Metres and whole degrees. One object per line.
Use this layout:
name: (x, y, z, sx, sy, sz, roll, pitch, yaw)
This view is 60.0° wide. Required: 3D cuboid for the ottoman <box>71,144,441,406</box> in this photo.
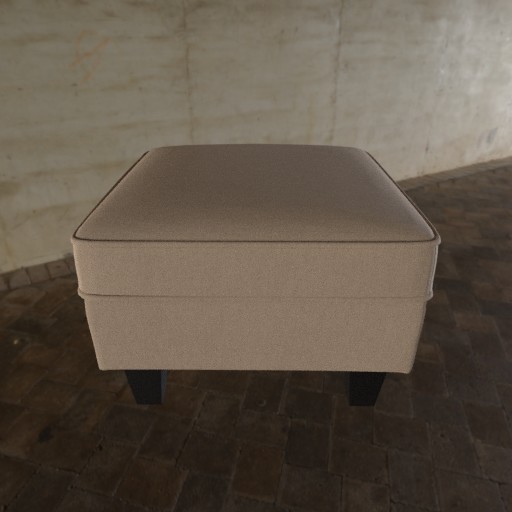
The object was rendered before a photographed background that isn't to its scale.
ottoman: (0.000, 0.000, 1.036, 0.616, 0.438, 0.613, 0, 27, 1)
